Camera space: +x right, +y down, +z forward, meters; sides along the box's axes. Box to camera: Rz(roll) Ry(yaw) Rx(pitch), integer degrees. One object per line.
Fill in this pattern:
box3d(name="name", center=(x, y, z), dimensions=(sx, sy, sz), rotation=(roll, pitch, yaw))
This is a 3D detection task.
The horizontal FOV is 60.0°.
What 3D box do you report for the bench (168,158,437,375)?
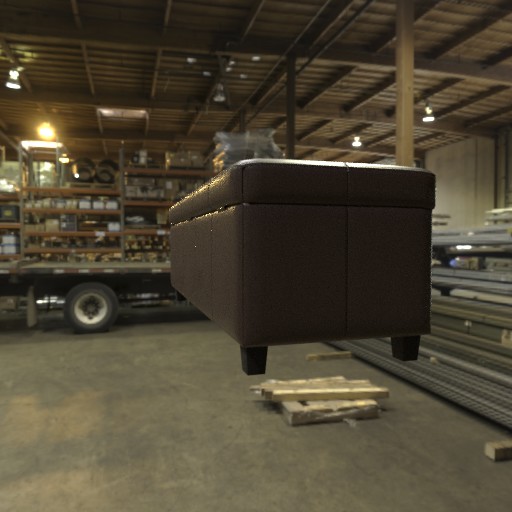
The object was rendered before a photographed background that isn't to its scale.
box3d(name="bench", center=(0.000, 0.000, 1.438), dimensions=(0.450, 0.417, 1.219), rotation=(-1, 2, -17))
